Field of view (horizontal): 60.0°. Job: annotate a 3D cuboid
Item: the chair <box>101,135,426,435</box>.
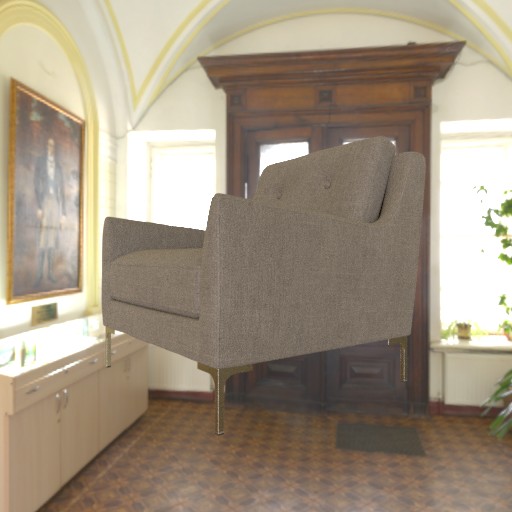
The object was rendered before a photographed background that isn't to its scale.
[{"bbox_3d":[0.000,0.000,1.581,0.849,0.828,0.847,0,0,-37],"label":"chair"}]
